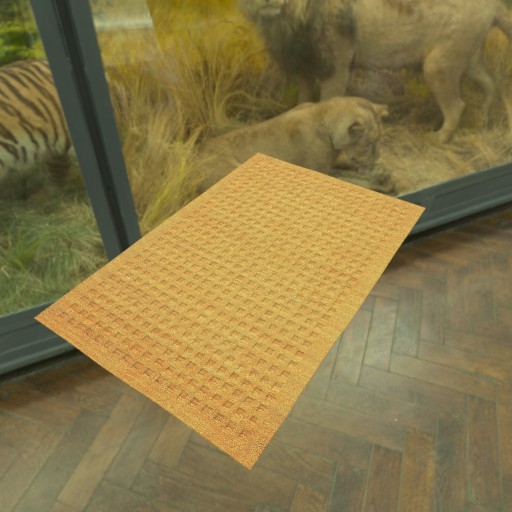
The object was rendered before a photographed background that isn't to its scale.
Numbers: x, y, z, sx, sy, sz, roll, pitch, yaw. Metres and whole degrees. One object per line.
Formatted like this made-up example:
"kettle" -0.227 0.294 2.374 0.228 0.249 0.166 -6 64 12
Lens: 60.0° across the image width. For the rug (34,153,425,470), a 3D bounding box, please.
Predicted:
"rug" 0.000 0.000 2.216 1.143 0.006 1.747 24 47 25
